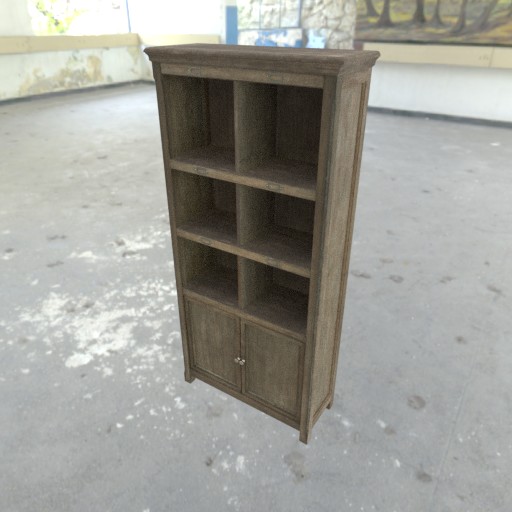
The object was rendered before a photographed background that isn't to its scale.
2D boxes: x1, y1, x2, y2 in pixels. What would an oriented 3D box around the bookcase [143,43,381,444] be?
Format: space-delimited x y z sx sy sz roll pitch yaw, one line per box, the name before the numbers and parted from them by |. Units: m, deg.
bookcase | 0.000 0.000 2.216 0.906 1.880 0.348 17 33 29
